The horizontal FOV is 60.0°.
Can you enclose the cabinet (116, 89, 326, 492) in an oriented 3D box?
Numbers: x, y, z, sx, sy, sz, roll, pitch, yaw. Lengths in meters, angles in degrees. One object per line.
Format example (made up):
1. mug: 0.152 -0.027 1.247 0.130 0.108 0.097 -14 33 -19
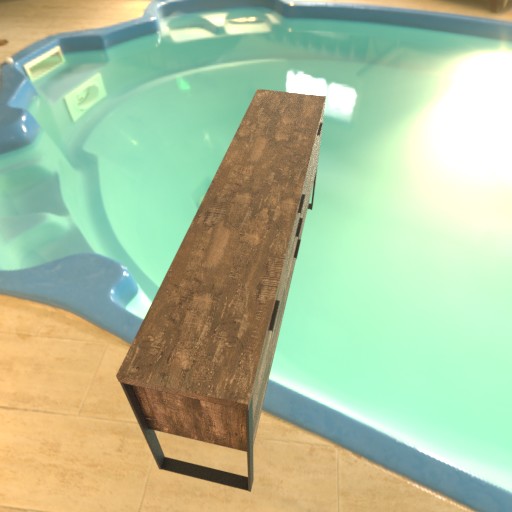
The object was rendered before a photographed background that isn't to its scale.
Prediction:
1. cabinet: 0.000 0.000 2.094 0.395 0.762 1.800 9 47 9
